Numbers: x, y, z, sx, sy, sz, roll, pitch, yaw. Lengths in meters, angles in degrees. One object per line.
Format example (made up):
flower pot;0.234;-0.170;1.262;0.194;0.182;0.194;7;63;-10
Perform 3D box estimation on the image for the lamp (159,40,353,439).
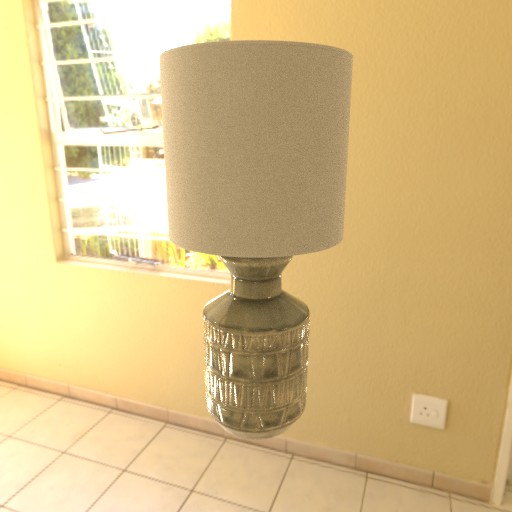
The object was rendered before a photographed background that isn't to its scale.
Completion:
lamp;0.000;0.000;0.554;0.211;0.455;0.211;3;16;10
